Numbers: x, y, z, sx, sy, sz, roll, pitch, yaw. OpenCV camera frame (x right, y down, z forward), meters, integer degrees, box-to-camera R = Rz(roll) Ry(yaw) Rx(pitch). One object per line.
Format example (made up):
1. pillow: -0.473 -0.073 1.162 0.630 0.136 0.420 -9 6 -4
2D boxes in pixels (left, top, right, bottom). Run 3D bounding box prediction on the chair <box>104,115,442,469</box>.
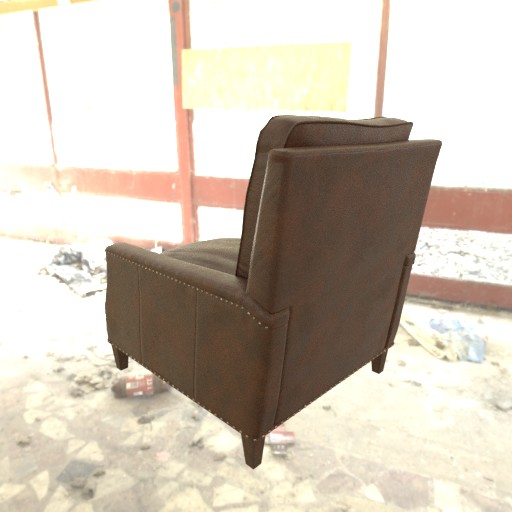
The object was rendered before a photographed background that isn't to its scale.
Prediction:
1. chair: 0.000 0.000 1.753 1.035 1.054 0.854 16 23 42
